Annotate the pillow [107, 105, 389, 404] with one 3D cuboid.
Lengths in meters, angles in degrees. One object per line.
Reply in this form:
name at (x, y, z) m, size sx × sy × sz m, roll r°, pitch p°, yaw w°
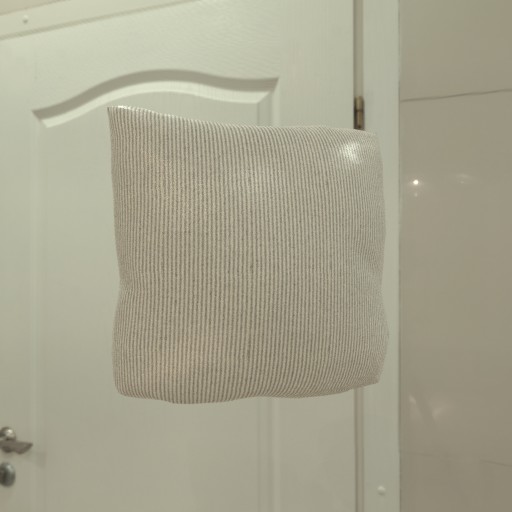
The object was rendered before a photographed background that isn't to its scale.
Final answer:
pillow at (0.000, 0.000, 0.681) m, size 0.387 × 0.432 × 0.310 m, roll 0°, pitch -1°, yaw 18°
